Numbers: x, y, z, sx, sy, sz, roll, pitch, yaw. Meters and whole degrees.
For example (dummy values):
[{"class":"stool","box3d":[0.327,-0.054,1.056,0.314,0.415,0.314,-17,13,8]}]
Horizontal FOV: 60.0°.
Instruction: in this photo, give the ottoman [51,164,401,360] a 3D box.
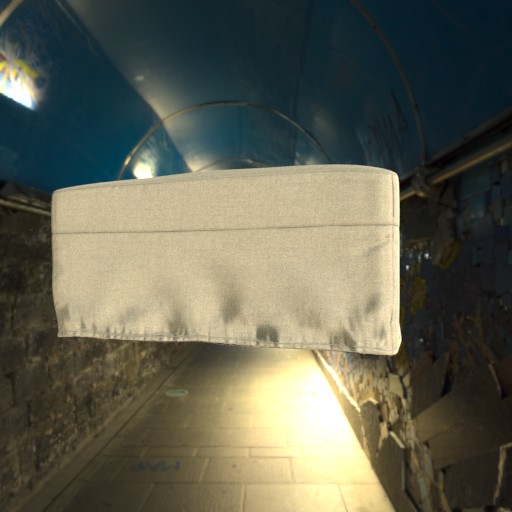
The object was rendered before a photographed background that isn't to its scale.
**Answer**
[{"class":"ottoman","box3d":[0.000,0.000,1.364,0.840,0.436,0.843,0,-1,17]}]
